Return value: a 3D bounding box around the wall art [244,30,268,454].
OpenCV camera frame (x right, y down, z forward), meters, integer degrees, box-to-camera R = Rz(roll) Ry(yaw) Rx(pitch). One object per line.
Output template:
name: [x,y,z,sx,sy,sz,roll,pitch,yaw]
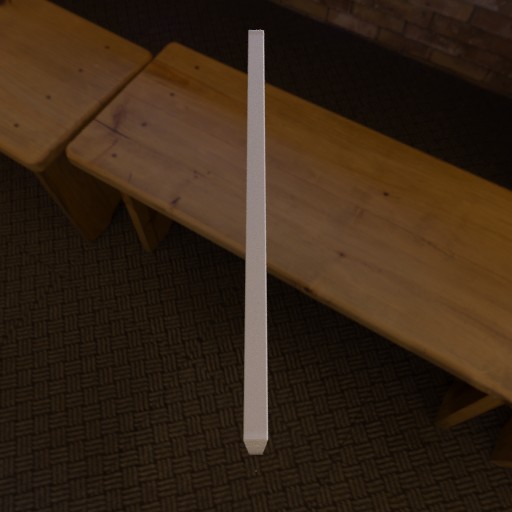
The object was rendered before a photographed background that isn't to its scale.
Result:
wall art: [0.000,0.000,1.142,0.037,0.609,0.916,0,64,0]
